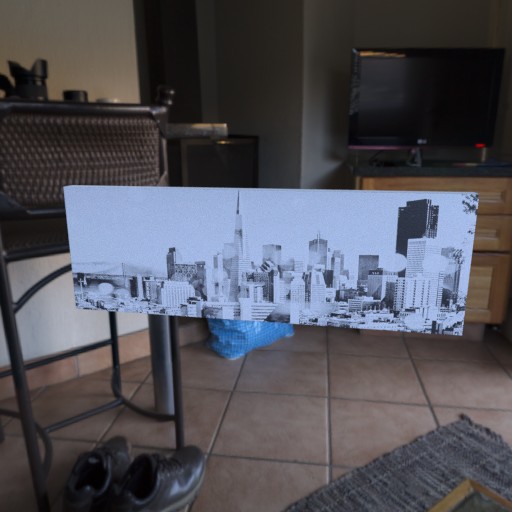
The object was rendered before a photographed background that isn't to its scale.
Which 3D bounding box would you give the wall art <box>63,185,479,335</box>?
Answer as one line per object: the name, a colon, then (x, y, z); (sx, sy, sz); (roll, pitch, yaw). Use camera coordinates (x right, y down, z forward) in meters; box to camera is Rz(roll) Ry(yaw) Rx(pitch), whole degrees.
wall art: (0.000, 0.000, 0.855); (0.766, 0.256, 0.036); (3, 14, 10)
